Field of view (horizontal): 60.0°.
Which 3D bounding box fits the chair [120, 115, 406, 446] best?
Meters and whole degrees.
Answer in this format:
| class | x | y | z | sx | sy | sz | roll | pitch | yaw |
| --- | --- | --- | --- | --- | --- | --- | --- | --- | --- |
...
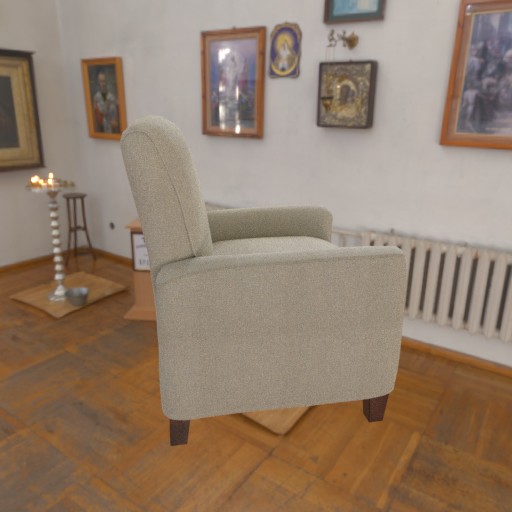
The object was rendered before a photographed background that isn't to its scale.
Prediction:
| class | x | y | z | sx | sy | sz | roll | pitch | yaw |
| --- | --- | --- | --- | --- | --- | --- | --- | --- | --- |
| chair | 0.000 | 0.000 | 1.668 | 0.853 | 1.006 | 0.850 | -3 | 17 | -10 |
